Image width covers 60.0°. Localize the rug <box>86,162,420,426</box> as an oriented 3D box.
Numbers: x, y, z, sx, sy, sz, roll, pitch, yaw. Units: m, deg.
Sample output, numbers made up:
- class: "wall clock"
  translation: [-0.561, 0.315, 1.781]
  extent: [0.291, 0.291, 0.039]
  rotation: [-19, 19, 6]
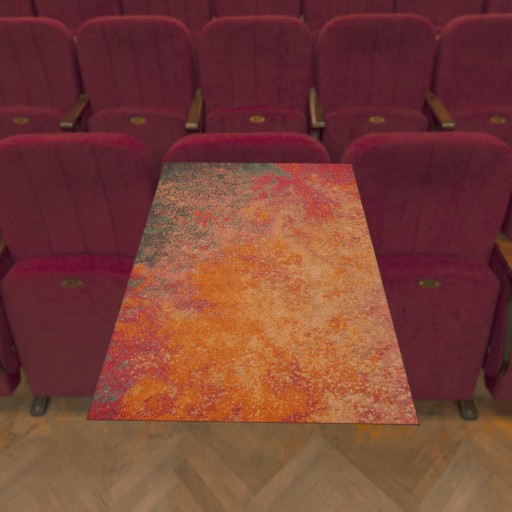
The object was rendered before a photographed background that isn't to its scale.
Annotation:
- class: "rug"
  translation: [0.000, 0.000, 3.699]
  extent: [2.007, 0.013, 2.896]
  rotation: [1, 44, 1]
